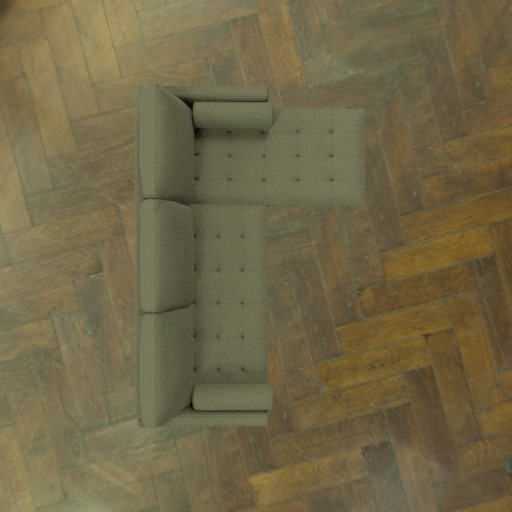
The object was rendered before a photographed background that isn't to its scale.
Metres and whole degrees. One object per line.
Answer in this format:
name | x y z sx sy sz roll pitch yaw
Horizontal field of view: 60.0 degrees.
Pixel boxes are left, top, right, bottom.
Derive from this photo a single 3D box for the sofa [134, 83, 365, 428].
sofa | 0.000 0.000 2.983 1.506 0.875 2.178 0 90 -1
